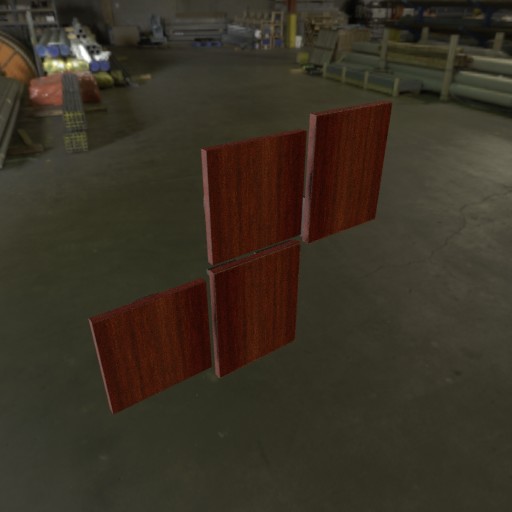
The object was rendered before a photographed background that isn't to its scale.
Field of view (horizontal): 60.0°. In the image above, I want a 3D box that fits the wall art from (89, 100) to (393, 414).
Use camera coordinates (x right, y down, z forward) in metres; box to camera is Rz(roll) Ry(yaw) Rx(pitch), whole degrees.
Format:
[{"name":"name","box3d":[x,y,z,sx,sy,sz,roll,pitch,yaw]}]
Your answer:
[{"name":"wall art","box3d":[0.000,0.000,0.841,0.635,0.497,0.030,-20,36,-30]}]
